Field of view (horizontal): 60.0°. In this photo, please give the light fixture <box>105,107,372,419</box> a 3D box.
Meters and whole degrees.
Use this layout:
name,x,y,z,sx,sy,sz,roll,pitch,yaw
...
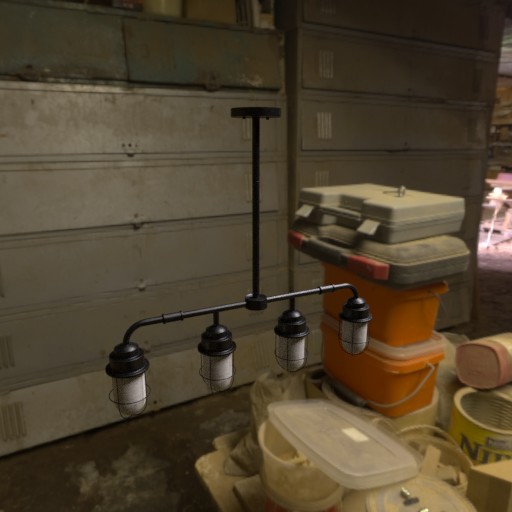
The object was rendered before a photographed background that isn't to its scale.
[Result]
name,x,y,z,sx,sy,sz,roll,pitch,yaw
light fixture,0.000,0.000,1.243,0.852,0.785,0.131,-7,16,-27
